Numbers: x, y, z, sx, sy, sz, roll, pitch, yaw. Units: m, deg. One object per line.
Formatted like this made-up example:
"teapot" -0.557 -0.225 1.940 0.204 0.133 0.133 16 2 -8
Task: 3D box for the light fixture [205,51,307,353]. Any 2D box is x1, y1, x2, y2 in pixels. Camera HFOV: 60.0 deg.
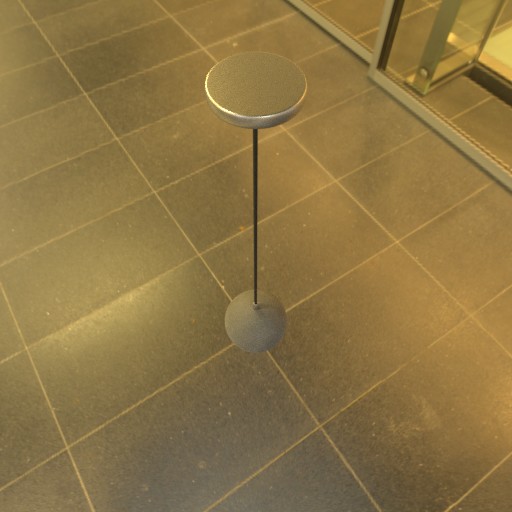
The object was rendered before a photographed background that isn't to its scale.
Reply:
"light fixture" 0.000 0.000 0.834 0.153 0.760 0.153 32 64 18
